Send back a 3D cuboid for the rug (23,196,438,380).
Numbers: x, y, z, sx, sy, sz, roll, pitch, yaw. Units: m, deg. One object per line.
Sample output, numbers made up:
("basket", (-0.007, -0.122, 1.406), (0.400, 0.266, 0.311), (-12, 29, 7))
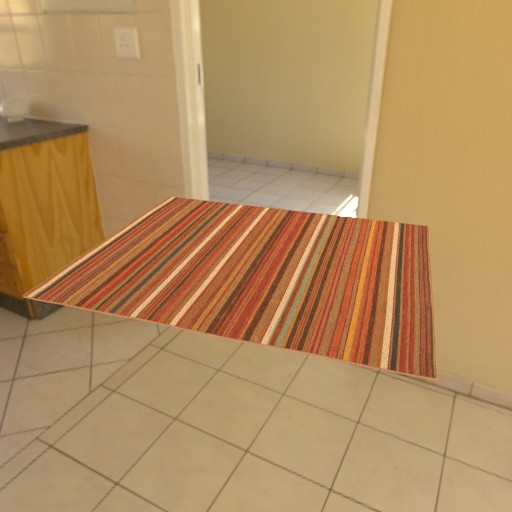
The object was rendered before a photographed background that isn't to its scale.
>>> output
("rug", (0.000, 0.000, 4.110), (3.092, 0.023, 2.479), (8, 28, 16))
